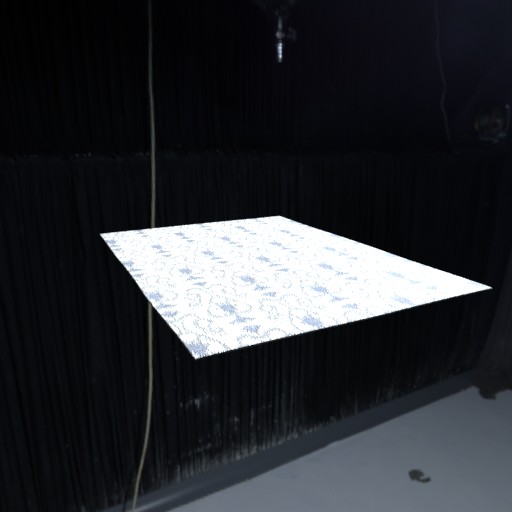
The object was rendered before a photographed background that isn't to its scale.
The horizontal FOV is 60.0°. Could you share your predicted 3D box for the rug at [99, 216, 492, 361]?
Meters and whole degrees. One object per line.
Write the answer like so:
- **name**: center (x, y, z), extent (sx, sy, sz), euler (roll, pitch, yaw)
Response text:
- **rug**: center (0.000, 0.000, 2.959), extent (1.676, 0.013, 2.261), euler (-8, 18, -26)
